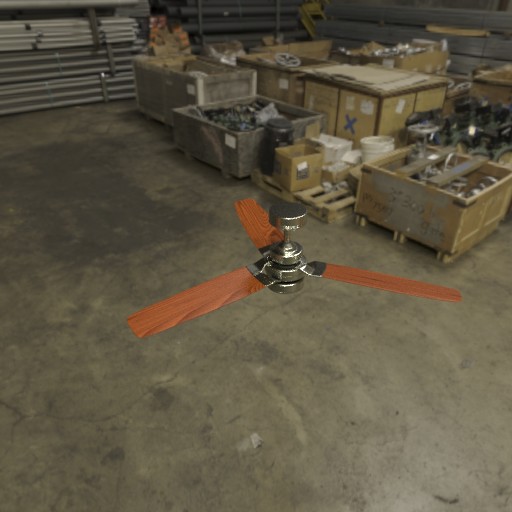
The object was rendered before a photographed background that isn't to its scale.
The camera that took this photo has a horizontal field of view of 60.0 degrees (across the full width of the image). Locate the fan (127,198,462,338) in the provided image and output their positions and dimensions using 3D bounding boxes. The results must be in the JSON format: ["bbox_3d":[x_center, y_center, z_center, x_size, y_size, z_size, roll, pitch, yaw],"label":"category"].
[{"bbox_3d":[0.000,0.000,2.041,1.271,0.410,1.416,-21,37,-30],"label":"fan"}]
